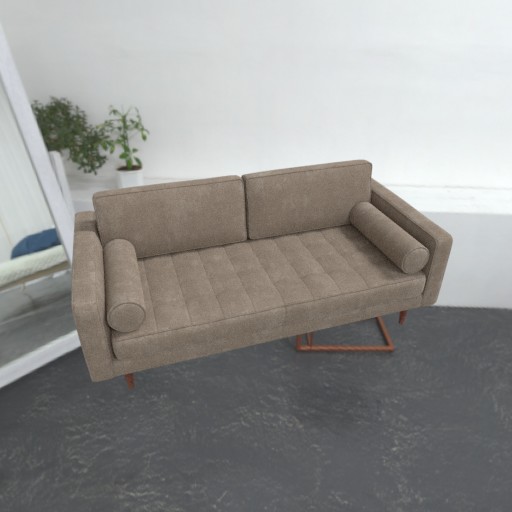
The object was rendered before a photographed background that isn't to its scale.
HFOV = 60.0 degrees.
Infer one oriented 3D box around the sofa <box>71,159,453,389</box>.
[{"bbox_3d":[0.000,0.000,2.452,1.883,0.769,0.920,-10,34,-15],"label":"sofa"}]
